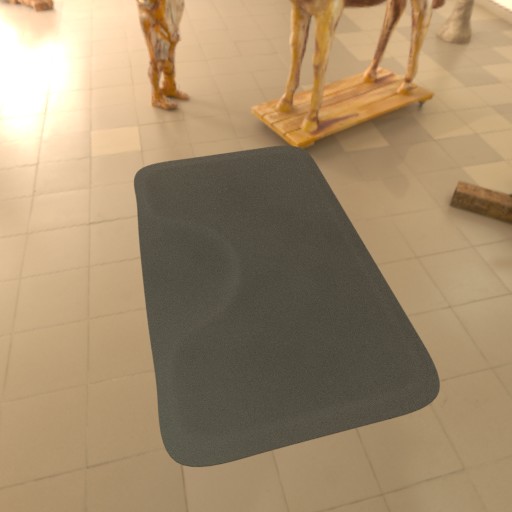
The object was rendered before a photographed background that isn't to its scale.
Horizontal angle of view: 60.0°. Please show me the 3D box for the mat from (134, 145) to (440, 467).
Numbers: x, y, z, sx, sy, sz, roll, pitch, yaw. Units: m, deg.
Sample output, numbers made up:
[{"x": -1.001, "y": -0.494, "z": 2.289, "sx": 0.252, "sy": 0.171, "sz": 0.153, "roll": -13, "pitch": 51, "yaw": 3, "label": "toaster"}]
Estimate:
[{"x": 0.000, "y": 0.000, "z": 1.816, "sx": 0.918, "sy": 0.013, "sz": 1.524, "roll": -11, "pitch": 48, "yaw": -10, "label": "mat"}]
